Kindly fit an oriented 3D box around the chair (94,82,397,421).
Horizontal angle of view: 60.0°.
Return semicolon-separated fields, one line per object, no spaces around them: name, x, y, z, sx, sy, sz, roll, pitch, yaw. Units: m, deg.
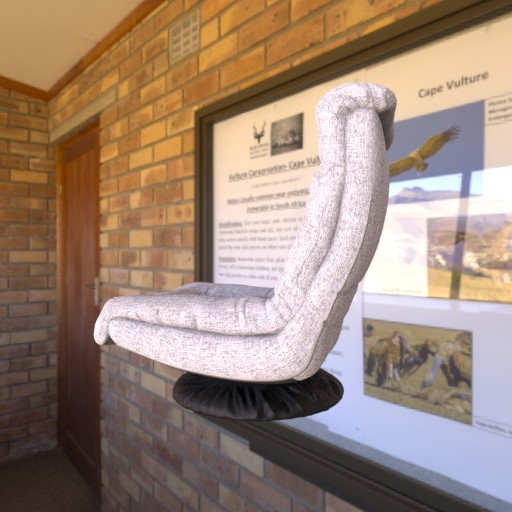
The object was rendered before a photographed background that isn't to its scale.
chair;0.000;0.000;0.963;0.583;0.600;0.400;0;0;18
